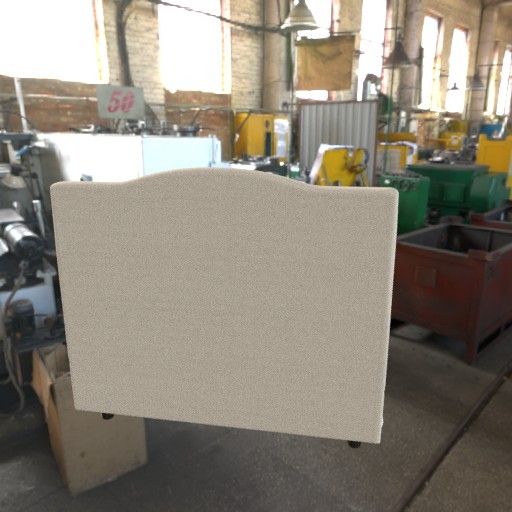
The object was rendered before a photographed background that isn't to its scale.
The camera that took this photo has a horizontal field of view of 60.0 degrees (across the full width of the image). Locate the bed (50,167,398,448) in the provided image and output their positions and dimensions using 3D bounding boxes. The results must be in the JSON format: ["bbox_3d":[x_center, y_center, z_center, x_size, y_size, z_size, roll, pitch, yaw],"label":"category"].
[{"bbox_3d":[0.000,0.000,3.255,1.741,1.449,2.196,3,16,9],"label":"bed"}]
